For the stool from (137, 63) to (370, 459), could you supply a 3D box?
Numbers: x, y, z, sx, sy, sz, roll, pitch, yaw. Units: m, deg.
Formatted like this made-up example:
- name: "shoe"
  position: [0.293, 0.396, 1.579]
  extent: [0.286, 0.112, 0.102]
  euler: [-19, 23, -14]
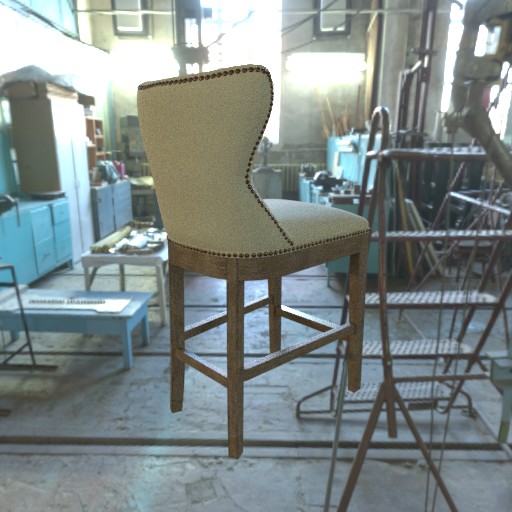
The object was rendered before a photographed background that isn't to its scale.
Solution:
- name: "stool"
  position: [0.000, 0.000, 1.329]
  extent: [0.608, 0.981, 0.498]
  euler: [-14, 20, -42]
